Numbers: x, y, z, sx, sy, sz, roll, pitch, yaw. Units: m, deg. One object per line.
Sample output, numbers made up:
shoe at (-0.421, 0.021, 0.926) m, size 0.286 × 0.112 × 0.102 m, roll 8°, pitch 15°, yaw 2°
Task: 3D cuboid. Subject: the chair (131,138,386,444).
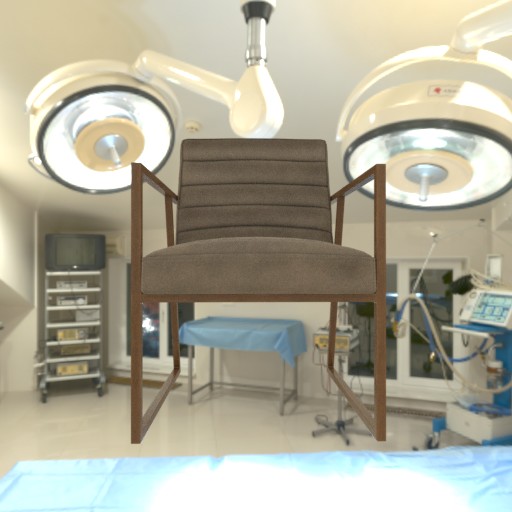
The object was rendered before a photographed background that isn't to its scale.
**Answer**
chair at (0.000, 0.000, 1.306) m, size 0.578 × 0.843 × 0.682 m, roll 0°, pitch 0°, yaw -1°
